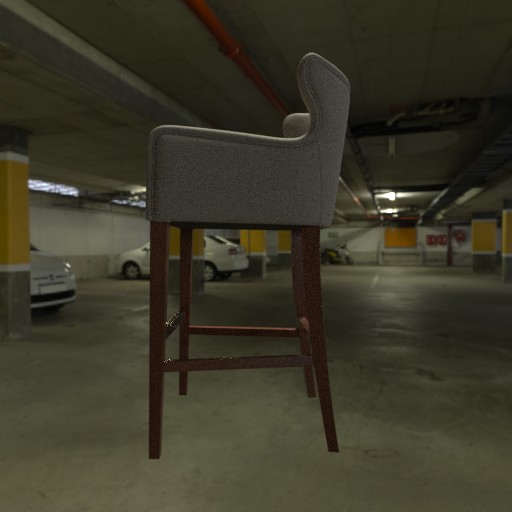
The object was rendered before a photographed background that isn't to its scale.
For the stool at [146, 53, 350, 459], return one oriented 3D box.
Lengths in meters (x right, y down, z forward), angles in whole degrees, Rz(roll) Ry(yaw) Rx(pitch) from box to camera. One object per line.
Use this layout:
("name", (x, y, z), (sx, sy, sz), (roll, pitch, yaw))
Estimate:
("stool", (0.000, 0.000, 1.407), (0.575, 1.047, 0.575), (0, 1, -1))
